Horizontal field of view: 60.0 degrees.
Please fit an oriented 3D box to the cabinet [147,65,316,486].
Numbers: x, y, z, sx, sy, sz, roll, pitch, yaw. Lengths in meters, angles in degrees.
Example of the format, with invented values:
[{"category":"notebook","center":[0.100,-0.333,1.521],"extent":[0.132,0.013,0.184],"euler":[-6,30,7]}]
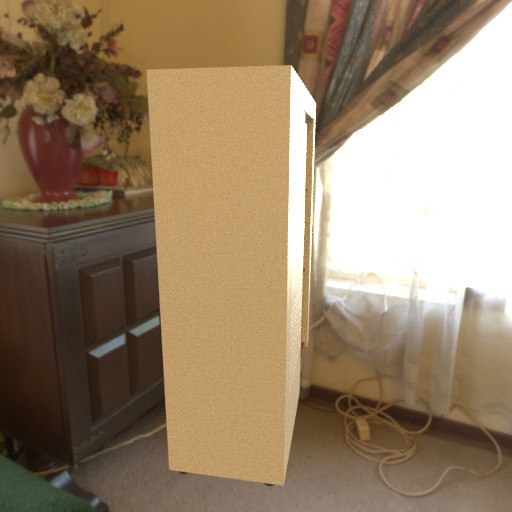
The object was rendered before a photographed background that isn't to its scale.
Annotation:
[{"category":"cabinet","center":[0.000,0.000,1.641],"extent":[0.348,1.150,0.990],"euler":[3,15,10]}]
